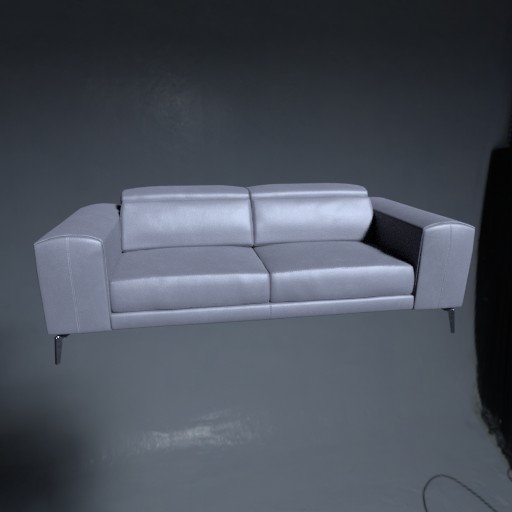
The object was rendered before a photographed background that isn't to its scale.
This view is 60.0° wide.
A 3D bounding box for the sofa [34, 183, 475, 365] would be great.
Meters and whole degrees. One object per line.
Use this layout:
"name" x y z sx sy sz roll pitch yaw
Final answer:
"sofa" 0.000 0.000 2.813 2.330 0.814 1.048 -3 15 -9
